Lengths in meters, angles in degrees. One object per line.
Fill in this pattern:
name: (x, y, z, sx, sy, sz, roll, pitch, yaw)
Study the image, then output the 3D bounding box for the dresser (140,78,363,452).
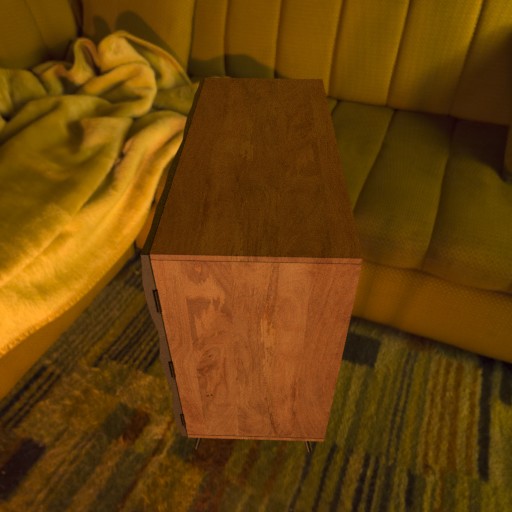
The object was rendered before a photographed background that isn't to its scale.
dresser: (0.000, 0.000, 1.505, 0.446, 0.847, 0.967, 1, 42, 1)
